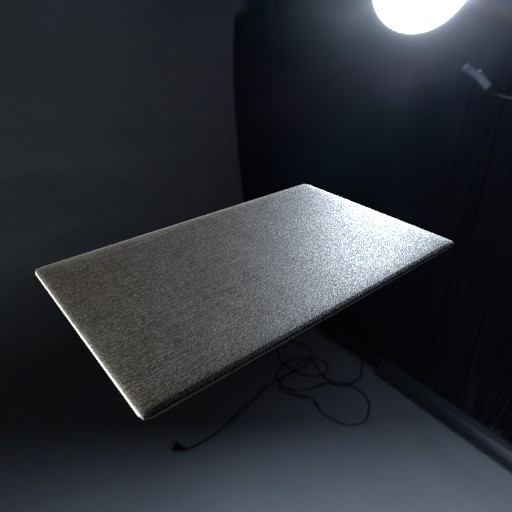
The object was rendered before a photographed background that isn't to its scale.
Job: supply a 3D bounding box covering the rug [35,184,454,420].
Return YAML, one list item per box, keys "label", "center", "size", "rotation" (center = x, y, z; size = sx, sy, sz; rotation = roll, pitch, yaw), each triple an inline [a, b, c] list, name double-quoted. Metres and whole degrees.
- label: "rug"
  center: [0.000, 0.000, 3.028]
  size: [2.469, 0.024, 1.539]
  rotation: [-22, 37, -33]
